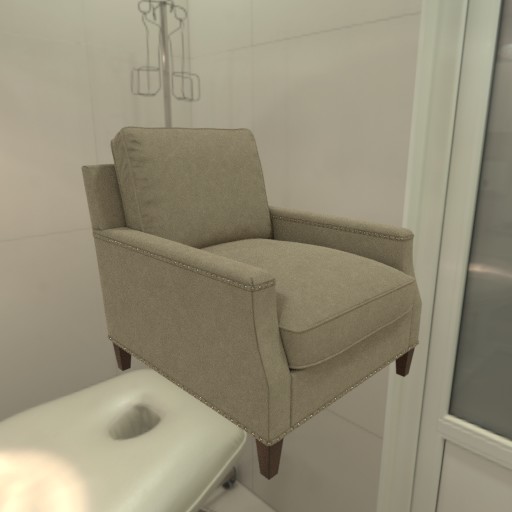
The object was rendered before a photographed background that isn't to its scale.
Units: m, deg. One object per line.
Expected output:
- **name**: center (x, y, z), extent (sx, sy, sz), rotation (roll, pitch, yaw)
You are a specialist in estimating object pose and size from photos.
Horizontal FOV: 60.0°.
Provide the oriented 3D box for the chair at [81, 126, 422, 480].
- **chair**: center (0.000, 0.000, 1.676), extent (0.853, 0.943, 1.014), rotation (-15, 21, -43)
